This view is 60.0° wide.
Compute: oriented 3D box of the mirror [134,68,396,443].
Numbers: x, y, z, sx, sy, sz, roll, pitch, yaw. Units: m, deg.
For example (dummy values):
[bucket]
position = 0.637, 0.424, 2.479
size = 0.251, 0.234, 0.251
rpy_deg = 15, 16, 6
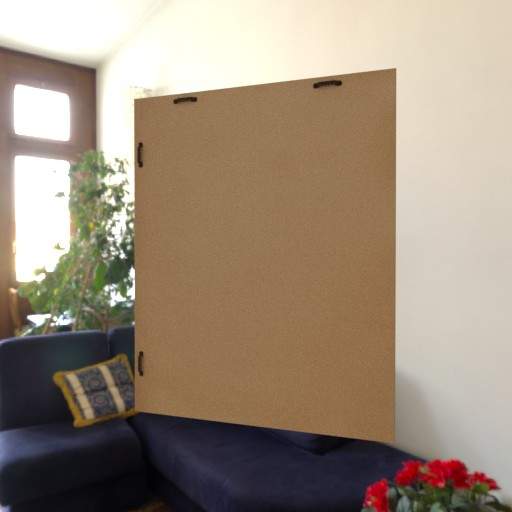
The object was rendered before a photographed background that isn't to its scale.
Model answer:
[mirror]
position = 0.000, 0.000, 0.674
size = 0.405, 0.508, 0.041
rpy_deg = 0, 1, 18
